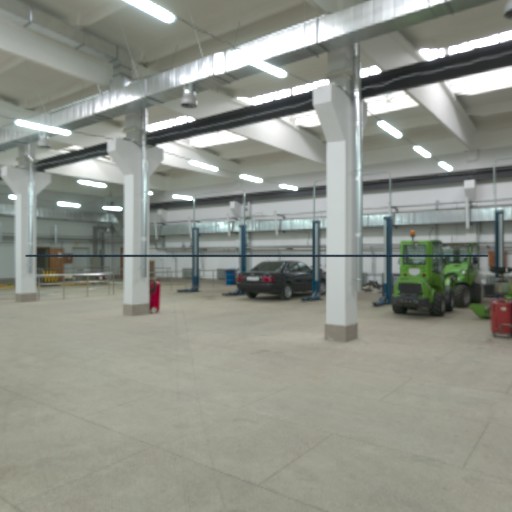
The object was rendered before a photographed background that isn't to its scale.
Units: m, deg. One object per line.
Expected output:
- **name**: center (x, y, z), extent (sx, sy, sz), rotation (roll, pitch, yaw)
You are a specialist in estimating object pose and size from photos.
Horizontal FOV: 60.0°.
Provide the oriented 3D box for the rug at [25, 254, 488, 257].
- **rug**: center (0.000, 0.000, 2.711), extent (2.448, 0.012, 0.769), rotation (0, 0, 1)
